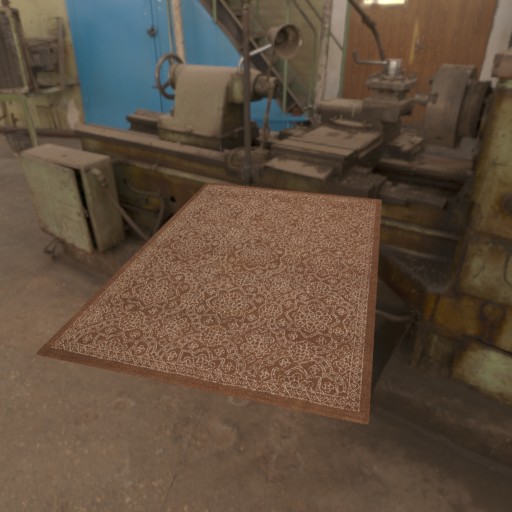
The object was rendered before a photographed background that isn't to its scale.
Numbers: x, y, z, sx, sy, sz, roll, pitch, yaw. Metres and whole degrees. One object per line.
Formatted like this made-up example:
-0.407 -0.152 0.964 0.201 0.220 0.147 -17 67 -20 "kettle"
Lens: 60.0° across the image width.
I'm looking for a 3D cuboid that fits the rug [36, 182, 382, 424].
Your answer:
0.000 0.000 2.282 1.219 0.010 1.829 8 31 13 "rug"
